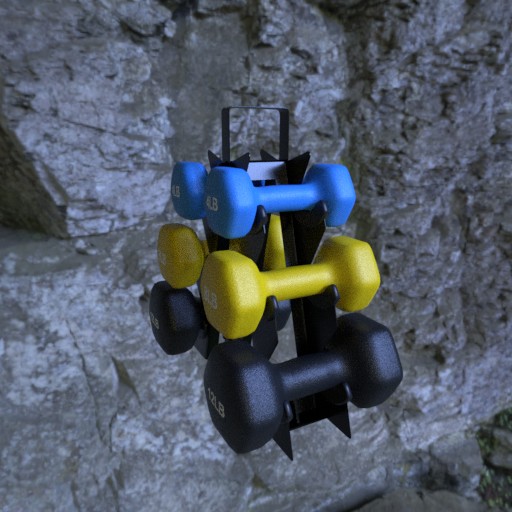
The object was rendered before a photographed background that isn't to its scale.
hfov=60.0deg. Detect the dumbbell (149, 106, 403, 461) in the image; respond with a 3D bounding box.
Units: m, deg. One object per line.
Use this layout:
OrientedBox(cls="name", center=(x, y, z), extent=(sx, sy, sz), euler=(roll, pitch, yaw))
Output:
OrientedBox(cls="dumbbell", center=(0.000, 0.000, 0.668), extent=(0.255, 0.426, 0.409), euler=(-8, 17, -26))
